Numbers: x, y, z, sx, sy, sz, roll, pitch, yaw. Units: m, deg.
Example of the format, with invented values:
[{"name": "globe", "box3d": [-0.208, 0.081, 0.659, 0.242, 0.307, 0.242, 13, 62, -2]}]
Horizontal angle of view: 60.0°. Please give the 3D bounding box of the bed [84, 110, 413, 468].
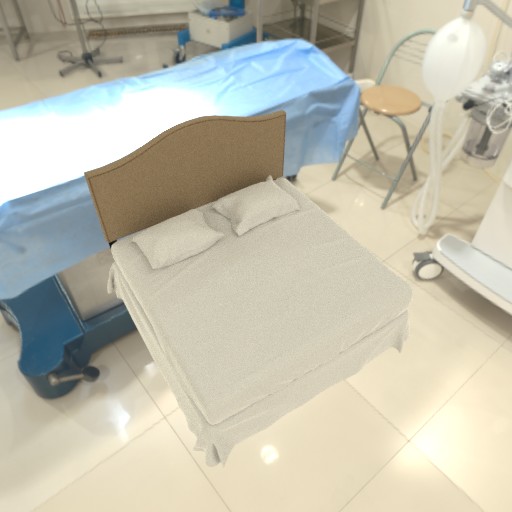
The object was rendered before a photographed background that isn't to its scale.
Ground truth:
[{"name": "bed", "box3d": [0.000, 0.000, 3.824, 2.311, 1.651, 2.222, -24, 51, -22]}]
